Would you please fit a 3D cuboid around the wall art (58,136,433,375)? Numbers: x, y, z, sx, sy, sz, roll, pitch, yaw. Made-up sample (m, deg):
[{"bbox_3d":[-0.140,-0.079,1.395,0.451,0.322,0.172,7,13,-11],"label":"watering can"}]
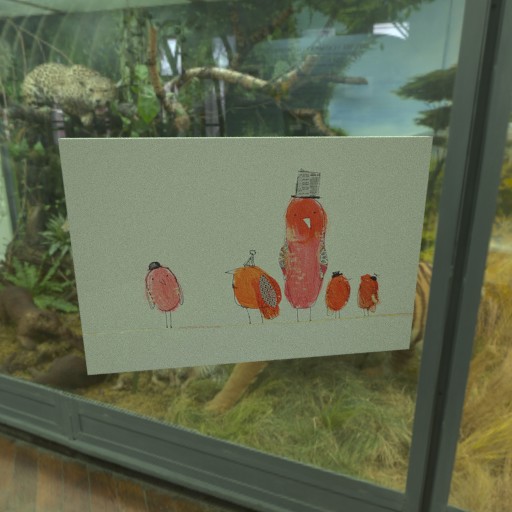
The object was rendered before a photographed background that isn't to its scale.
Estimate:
[{"bbox_3d":[0.000,0.000,1.178,0.914,0.609,0.038,-3,17,-8],"label":"wall art"}]
